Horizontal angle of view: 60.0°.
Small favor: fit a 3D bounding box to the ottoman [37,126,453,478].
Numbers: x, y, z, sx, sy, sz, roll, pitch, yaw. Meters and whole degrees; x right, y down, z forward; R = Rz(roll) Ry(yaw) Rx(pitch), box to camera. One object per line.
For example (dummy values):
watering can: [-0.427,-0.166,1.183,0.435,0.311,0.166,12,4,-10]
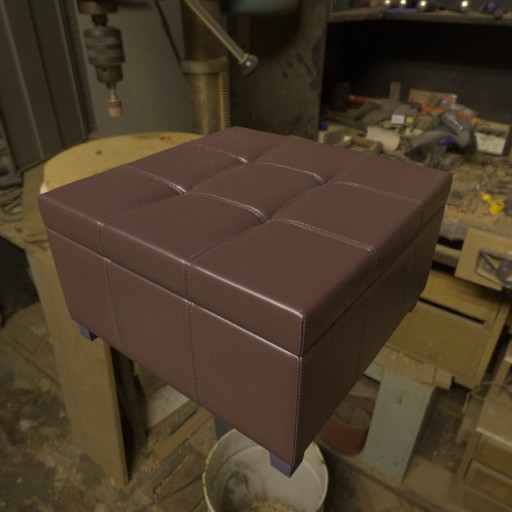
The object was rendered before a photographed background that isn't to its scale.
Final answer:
ottoman: [0.000,0.000,1.259,0.787,0.460,0.788,22,38,31]
